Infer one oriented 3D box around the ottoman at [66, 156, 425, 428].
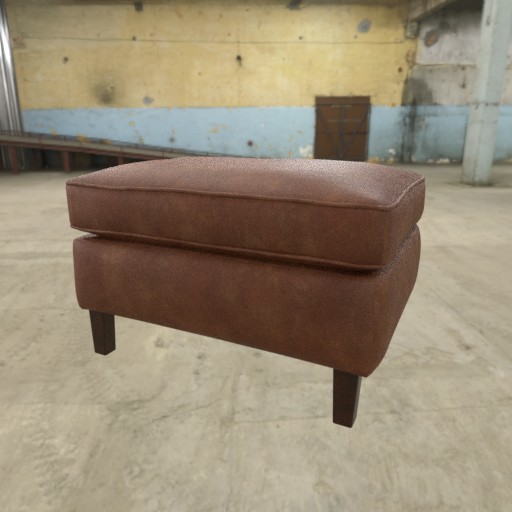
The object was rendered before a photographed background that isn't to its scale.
[{"bbox_3d":[0.000,0.000,0.999,0.665,0.418,0.501,8,18,25],"label":"ottoman"}]
